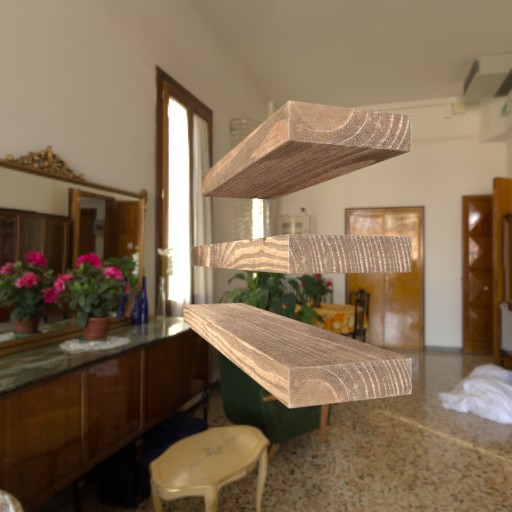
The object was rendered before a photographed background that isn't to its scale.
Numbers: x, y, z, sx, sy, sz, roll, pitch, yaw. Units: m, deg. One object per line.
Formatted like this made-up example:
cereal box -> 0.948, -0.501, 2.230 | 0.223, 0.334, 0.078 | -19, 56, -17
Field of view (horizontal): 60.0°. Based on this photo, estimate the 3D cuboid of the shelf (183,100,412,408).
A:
shelf -> 0.000, 0.000, 0.731 | 0.140, 0.293, 0.610 | 0, 0, -19
